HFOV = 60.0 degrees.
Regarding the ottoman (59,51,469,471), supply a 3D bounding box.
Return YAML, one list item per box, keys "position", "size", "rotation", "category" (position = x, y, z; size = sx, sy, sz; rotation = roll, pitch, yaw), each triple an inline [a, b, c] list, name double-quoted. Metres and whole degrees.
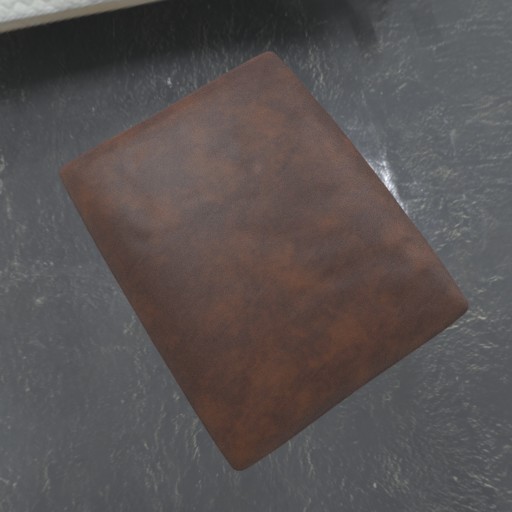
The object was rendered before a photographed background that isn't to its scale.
- position: [0.000, 0.000, 1.093]
  size: [0.586, 0.486, 0.742]
  rotation: [-32, 78, -8]
  category: "ottoman"
